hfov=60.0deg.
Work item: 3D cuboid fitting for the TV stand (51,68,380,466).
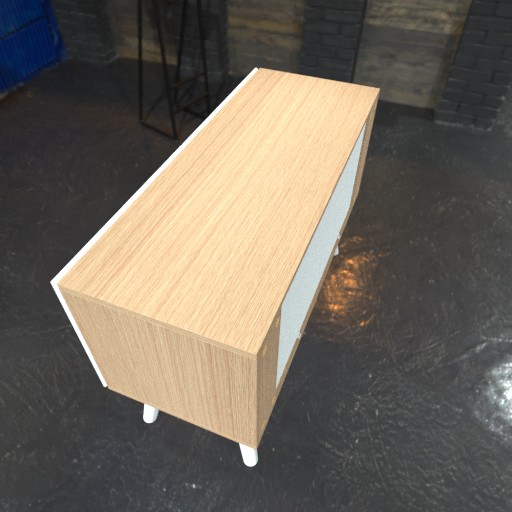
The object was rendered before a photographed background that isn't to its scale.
[{"bbox_3d":[0.000,0.000,1.308,0.407,0.660,0.991,16,48,15],"label":"TV stand"}]
